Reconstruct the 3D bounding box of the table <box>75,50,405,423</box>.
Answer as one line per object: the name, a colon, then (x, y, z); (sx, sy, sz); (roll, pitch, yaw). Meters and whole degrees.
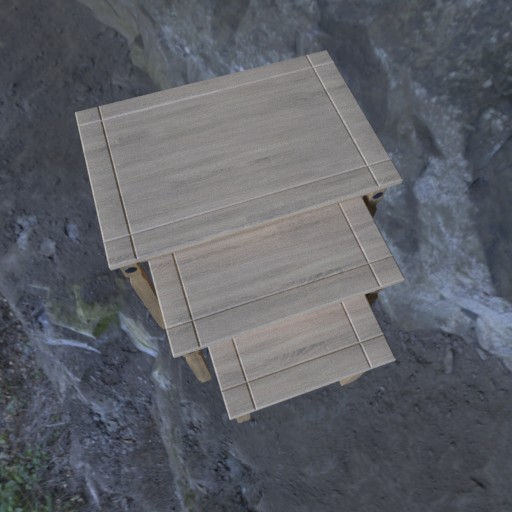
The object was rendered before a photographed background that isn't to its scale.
table: (0.000, 0.000, 1.199); (0.660, 0.535, 0.773); (-17, 66, -8)
